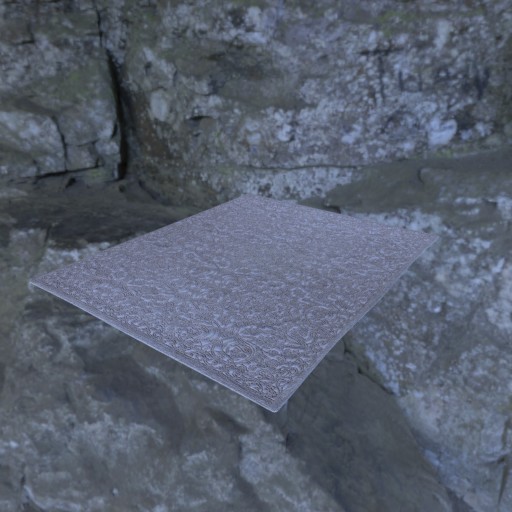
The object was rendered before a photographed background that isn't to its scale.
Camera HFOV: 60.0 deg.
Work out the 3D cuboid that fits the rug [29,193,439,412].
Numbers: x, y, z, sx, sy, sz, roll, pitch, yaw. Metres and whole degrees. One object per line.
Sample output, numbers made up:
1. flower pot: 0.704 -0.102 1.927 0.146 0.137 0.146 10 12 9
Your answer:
1. rug: 0.000 0.000 4.109 2.472 0.035 3.017 17 30 32
